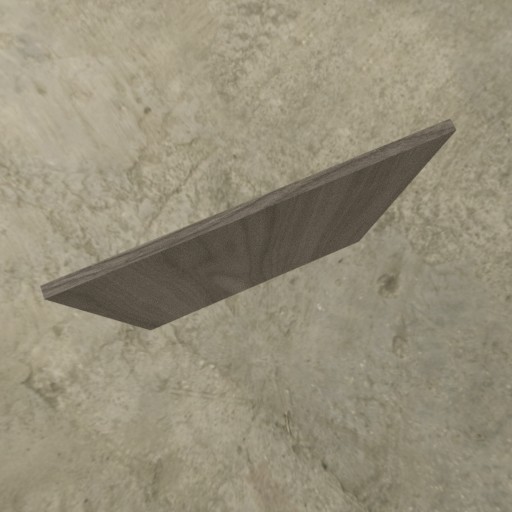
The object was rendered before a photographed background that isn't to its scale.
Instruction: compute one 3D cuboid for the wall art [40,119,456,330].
[{"bbox_3d":[0.000,0.000,0.748,0.508,0.507,0.016,-23,78,-5],"label":"wall art"}]
